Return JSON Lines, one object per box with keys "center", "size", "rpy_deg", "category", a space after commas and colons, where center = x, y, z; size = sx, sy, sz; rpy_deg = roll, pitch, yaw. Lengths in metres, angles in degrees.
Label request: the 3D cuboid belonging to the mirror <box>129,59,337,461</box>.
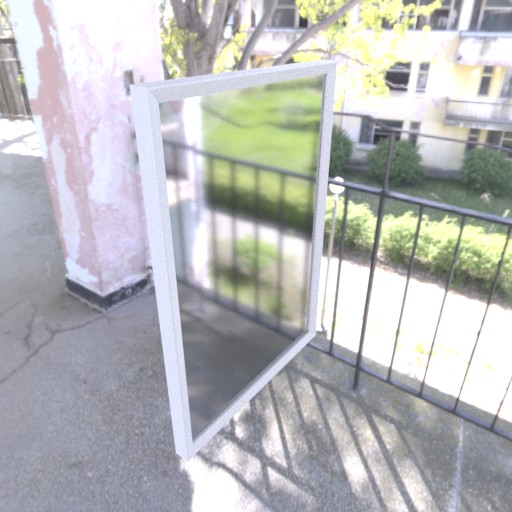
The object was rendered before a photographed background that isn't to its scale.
{"center": [0.000, 0.000, 0.912], "size": [0.039, 0.710, 0.507], "rpy_deg": [20, 34, 32], "category": "mirror"}
